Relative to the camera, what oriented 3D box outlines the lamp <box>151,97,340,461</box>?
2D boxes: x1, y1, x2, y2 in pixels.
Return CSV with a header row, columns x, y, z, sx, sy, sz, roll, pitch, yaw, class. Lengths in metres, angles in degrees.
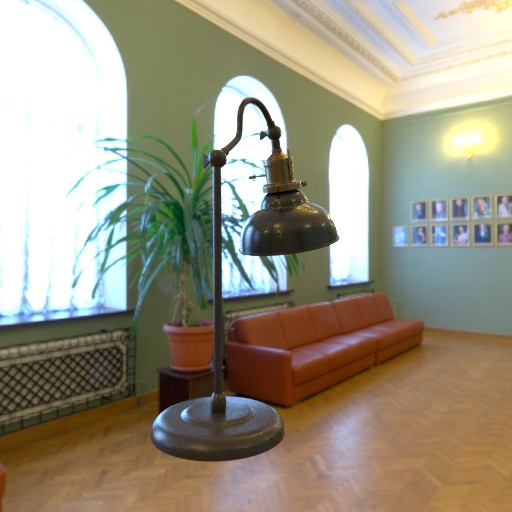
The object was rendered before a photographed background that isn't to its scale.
x,y,z,sx,sy,sz,roll,pitch,yaw,class
0.000,0.000,0.716,0.192,0.508,0.374,0,0,37,lamp
